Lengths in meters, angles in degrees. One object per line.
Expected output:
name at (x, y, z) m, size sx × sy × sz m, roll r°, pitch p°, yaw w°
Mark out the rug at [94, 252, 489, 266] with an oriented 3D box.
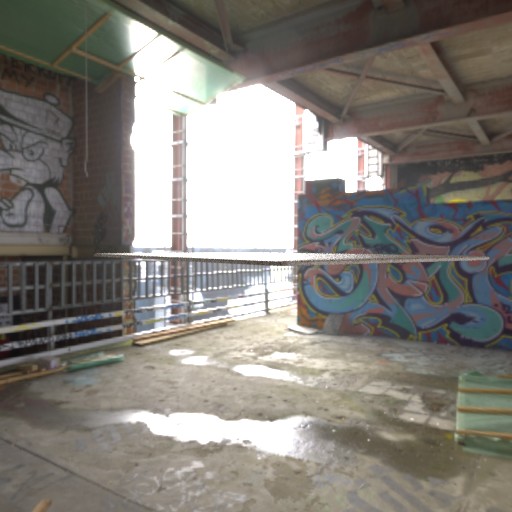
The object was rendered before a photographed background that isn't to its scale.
rug at (0.000, 0.000, 3.080) m, size 1.539 × 0.024 × 2.469 m, roll -1°, pitch 1°, yaw -36°
